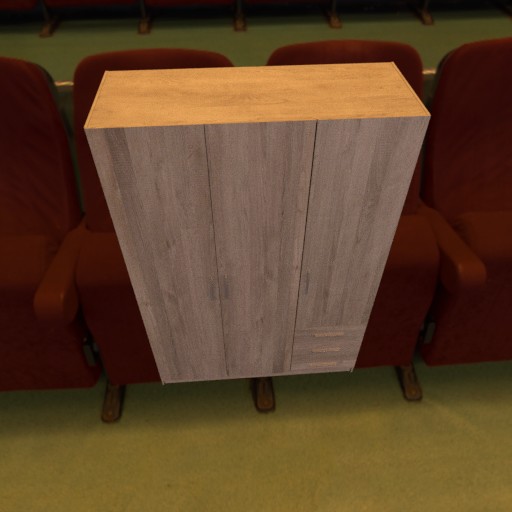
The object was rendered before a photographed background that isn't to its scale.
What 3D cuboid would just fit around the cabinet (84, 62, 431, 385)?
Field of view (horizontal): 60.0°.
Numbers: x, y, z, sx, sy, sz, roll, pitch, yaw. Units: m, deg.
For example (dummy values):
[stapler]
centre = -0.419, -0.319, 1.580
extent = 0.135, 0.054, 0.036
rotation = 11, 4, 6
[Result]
[cabinet]
centre = 0.000, 0.000, 2.490
extent = 1.290, 1.910, 0.510
rotation = -3, 46, -3
